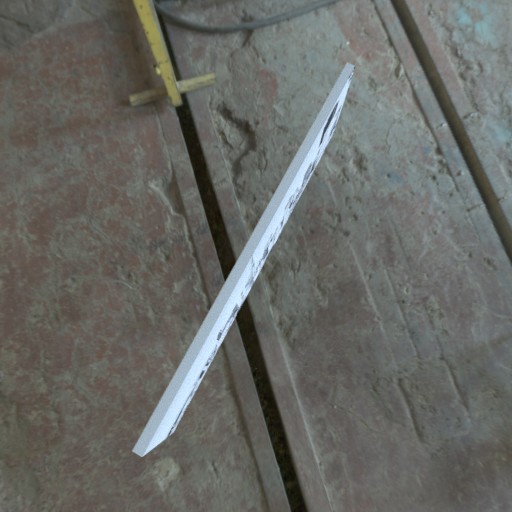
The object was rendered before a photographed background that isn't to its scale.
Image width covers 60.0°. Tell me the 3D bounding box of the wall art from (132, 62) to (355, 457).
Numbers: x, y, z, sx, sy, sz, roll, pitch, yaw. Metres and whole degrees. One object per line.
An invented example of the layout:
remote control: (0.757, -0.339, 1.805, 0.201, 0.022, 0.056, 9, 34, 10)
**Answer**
wall art: (0.000, 0.000, 1.730, 0.039, 0.507, 1.520, 27, 77, 7)
